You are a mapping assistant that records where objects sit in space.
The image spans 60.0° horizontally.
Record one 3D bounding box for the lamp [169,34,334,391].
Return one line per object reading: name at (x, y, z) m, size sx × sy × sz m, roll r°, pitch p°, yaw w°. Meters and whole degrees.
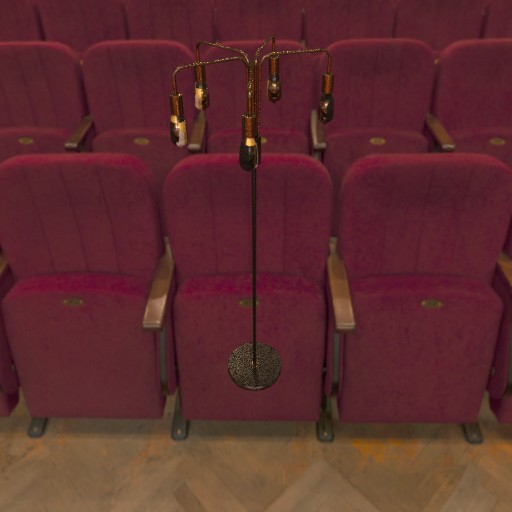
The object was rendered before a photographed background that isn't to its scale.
lamp at (0.000, 0.000, 1.993) m, size 0.572 × 1.721 × 0.599 m, roll 1°, pitch 41°, yaw 1°
